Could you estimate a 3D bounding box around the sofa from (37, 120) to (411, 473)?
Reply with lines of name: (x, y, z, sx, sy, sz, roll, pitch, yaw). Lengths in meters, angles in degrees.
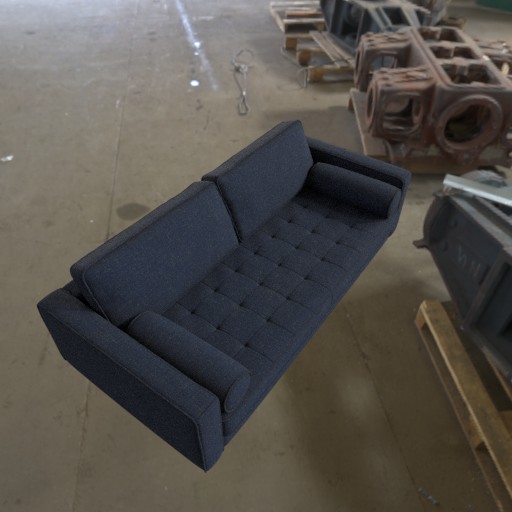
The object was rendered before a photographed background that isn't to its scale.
sofa: (0.000, 0.000, 2.310, 0.914, 0.762, 1.880, 26, 49, 25)
